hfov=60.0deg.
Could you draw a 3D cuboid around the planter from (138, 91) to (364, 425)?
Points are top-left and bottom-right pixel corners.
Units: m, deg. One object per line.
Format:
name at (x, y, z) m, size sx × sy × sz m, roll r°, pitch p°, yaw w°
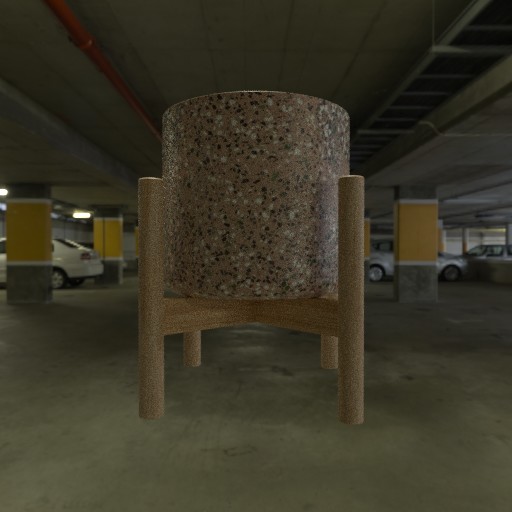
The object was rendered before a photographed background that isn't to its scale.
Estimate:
planter at (0.000, 0.000, 0.539) m, size 0.284 × 0.320 × 0.284 m, roll 0°, pitch 1°, yaw -19°
